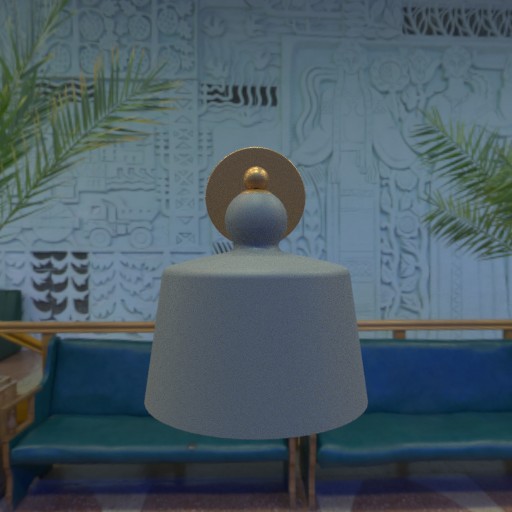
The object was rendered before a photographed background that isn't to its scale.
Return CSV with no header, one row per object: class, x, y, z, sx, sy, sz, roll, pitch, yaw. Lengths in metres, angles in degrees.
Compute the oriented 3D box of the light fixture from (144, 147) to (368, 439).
light fixture,0.000,0.000,0.440,0.204,0.268,0.254,0,1,0
